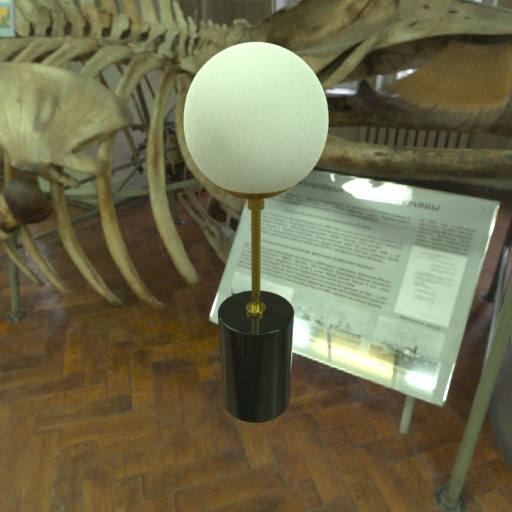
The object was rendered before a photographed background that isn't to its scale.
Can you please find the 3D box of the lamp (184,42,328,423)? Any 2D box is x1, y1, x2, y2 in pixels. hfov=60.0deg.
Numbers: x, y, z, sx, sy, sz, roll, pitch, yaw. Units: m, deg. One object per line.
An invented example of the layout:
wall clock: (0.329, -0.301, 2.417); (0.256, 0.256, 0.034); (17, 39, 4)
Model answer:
lamp: (0.000, 0.000, 0.552); (0.153, 0.480, 0.153); (0, 29, 0)
